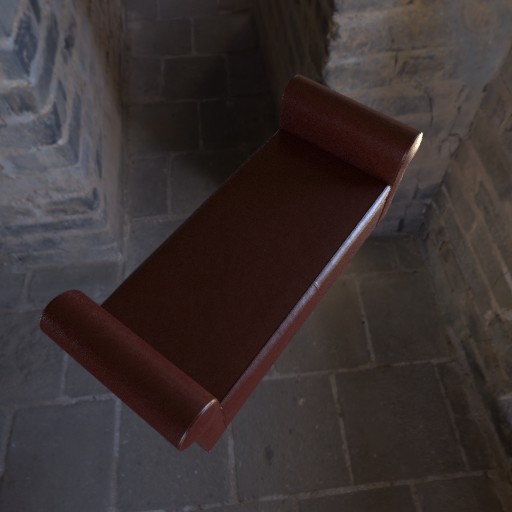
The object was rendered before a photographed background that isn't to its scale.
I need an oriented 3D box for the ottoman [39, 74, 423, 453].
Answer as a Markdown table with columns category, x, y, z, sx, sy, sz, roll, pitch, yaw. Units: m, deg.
| category | x | y | z | sx | sy | sz | roll | pitch | yaw |
| --- | --- | --- | --- | --- | --- | --- | --- | --- | --- |
| ottoman | 0.000 | 0.000 | 1.543 | 0.521 | 0.547 | 1.256 | 33 | 65 | 18 |
